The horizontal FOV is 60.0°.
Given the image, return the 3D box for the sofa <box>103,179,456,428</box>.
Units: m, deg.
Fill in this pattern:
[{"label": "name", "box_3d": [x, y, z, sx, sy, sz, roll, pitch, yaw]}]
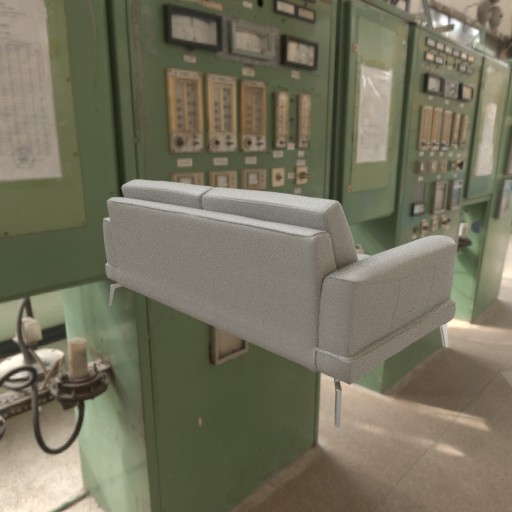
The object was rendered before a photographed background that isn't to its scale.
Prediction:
[{"label": "sofa", "box_3d": [0.000, 0.000, 2.840, 1.121, 0.930, 2.177, -14, 20, -43]}]
